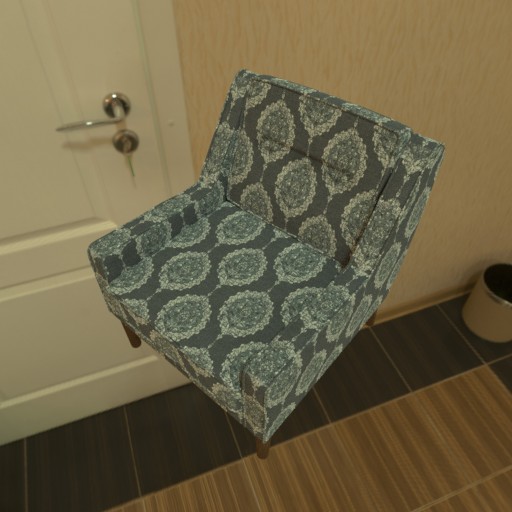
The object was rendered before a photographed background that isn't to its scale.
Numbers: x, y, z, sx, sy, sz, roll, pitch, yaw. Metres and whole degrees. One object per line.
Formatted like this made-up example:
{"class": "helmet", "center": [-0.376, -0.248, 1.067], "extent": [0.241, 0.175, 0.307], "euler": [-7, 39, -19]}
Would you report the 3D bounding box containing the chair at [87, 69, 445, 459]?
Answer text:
{"class": "chair", "center": [0.000, 0.000, 1.314], "extent": [0.663, 0.792, 0.743], "euler": [32, 54, 26]}
